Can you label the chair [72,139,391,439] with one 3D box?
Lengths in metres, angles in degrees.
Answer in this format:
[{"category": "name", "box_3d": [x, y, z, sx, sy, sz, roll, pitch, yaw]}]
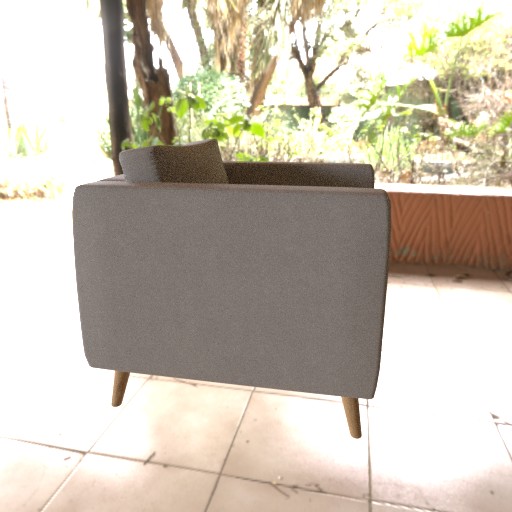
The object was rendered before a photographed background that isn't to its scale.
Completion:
[{"category": "chair", "box_3d": [0.000, 0.000, 1.725, 0.930, 0.860, 1.000, 3, 17, 11]}]
